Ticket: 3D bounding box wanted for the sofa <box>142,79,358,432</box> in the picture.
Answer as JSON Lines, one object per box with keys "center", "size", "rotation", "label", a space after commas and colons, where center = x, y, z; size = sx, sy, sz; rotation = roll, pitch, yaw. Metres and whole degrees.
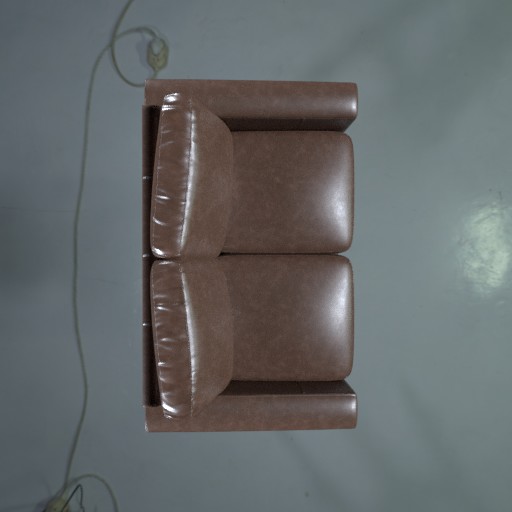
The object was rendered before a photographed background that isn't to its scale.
{"center": [0.000, 0.000, 2.152], "size": [1.016, 0.873, 1.616], "rotation": [0, 90, -3], "label": "sofa"}
